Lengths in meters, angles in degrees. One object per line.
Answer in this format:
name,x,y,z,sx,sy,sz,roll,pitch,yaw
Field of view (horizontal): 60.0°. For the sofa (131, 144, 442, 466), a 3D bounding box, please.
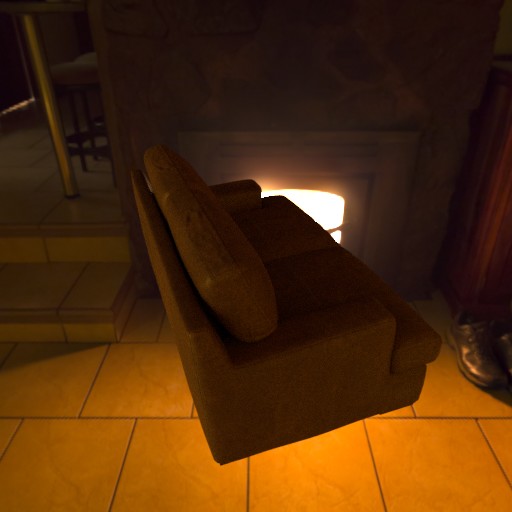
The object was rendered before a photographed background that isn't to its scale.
sofa,0.000,0.000,2.511,1.143,0.939,1.880,-10,31,-17
